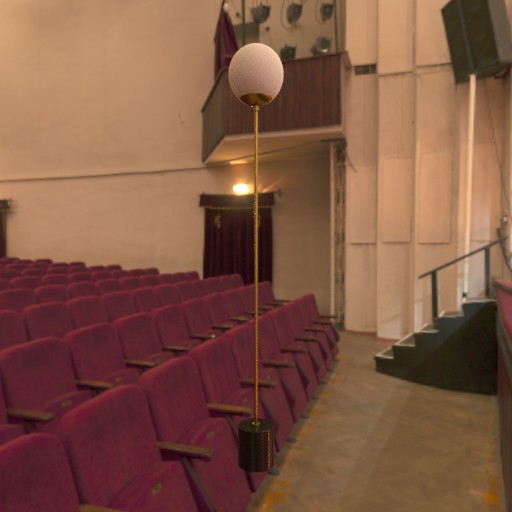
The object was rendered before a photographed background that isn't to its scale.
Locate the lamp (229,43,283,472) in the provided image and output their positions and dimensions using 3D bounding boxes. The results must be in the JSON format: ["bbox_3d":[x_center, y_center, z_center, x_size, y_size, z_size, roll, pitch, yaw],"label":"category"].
[{"bbox_3d":[0.000,0.000,1.855,0.229,1.748,0.229,0,1,18],"label":"lamp"}]
